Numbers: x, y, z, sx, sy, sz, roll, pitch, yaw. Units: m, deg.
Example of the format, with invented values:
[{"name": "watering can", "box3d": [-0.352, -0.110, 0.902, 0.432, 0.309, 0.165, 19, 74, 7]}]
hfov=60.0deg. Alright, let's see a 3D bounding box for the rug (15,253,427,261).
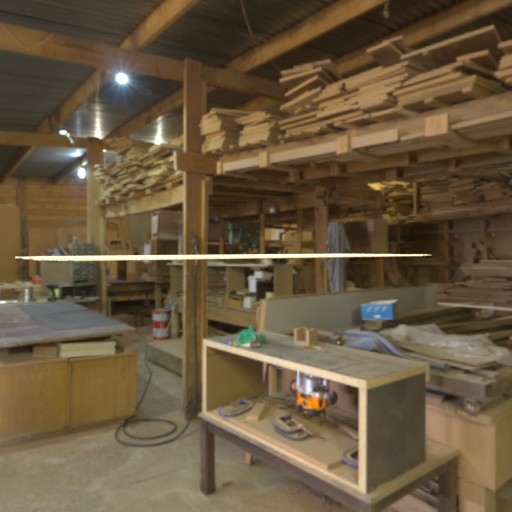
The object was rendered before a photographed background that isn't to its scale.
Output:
[{"name": "rug", "box3d": [0.000, 0.000, 2.643, 2.449, 0.011, 0.774, -1, 1, -36]}]
